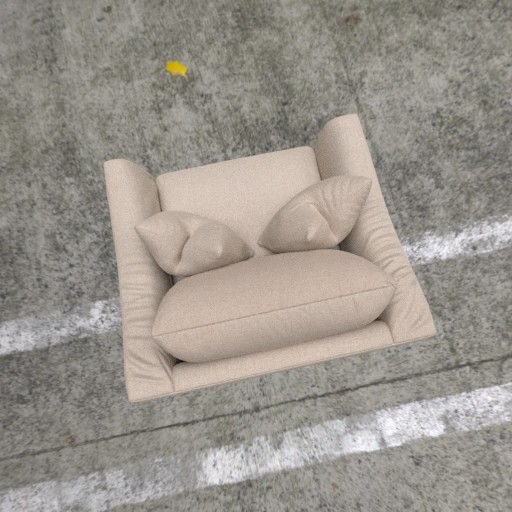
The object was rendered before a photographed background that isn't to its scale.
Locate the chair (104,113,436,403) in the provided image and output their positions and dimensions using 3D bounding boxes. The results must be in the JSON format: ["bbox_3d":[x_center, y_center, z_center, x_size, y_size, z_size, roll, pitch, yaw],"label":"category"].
[{"bbox_3d":[0.000,0.000,2.075,1.194,1.093,1.071,-12,76,-3],"label":"chair"}]
